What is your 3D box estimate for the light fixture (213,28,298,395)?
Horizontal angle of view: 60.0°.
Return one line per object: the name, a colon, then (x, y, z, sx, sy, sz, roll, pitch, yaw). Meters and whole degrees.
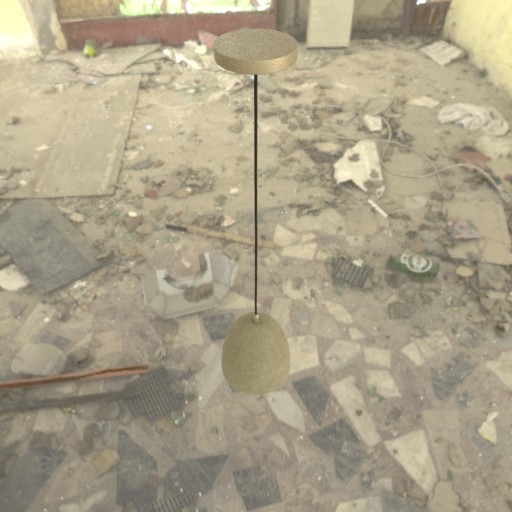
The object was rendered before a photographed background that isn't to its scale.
light fixture: (0.000, 0.000, 0.823, 0.170, 0.759, 0.170, 10, 47, 10)
